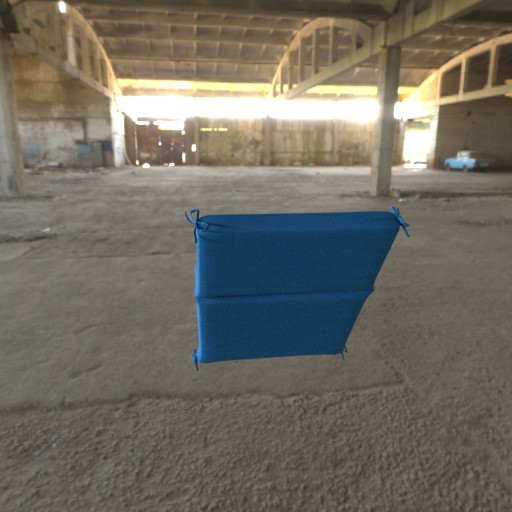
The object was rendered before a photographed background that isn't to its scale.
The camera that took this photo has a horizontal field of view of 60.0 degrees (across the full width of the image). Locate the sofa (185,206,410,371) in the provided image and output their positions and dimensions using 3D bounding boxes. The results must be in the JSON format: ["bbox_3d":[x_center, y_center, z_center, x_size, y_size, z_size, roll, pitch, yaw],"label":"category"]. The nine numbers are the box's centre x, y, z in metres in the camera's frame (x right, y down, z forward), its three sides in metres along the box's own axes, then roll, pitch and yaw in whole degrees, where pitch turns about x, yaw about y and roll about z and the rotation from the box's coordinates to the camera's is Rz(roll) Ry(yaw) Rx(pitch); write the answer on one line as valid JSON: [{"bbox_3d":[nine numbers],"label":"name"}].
[{"bbox_3d":[0.000,0.000,1.926,0.582,0.622,1.663,-2,14,-8],"label":"sofa"}]
